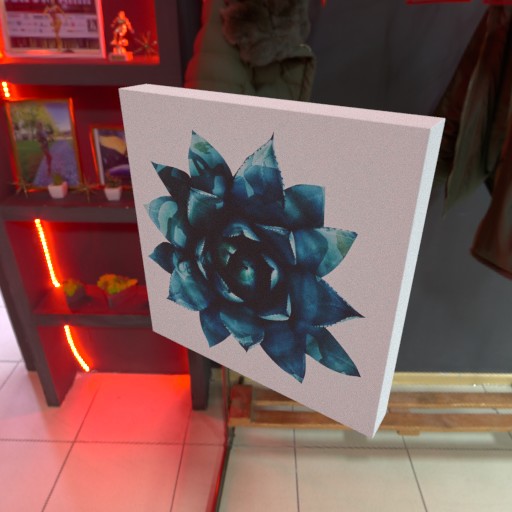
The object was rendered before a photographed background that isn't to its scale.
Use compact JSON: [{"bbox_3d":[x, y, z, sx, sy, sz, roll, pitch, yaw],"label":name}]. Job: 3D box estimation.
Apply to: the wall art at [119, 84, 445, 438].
[{"bbox_3d":[0.000,0.000,0.455,0.305,0.305,0.038,18,34,29],"label":"wall art"}]
